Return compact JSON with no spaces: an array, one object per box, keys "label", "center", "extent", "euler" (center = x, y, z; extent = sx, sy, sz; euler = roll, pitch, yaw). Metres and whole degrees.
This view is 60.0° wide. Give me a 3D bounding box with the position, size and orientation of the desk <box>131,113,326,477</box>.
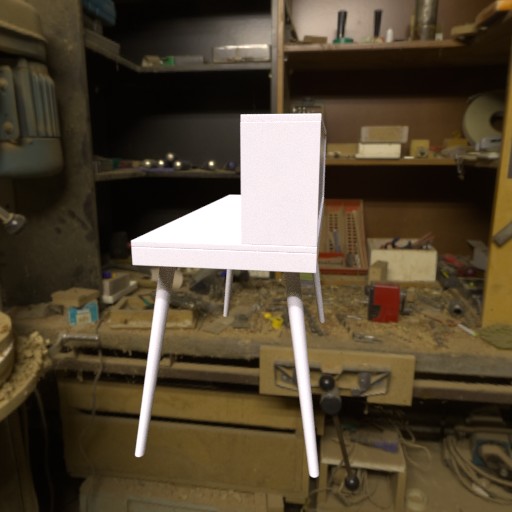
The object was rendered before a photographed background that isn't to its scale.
[{"label":"desk","center":[0.000,0.000,1.761],"extent":[0.559,0.990,1.199],"euler":[2,14,9]}]
